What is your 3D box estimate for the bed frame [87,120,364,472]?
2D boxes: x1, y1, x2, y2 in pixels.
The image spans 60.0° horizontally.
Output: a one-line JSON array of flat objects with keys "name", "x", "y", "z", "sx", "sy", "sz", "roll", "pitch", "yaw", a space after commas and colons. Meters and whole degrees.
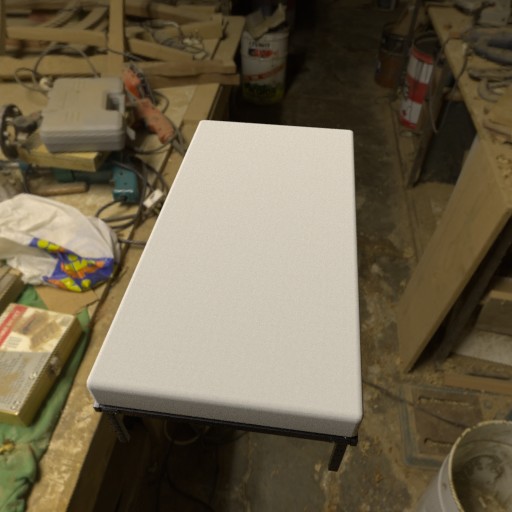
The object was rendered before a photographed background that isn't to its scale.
[{"name": "bed frame", "x": 0.000, "y": 0.000, "z": 3.247, "sx": 1.393, "sy": 0.680, "sz": 2.635, "roll": 6, "pitch": 46, "yaw": 5}]
